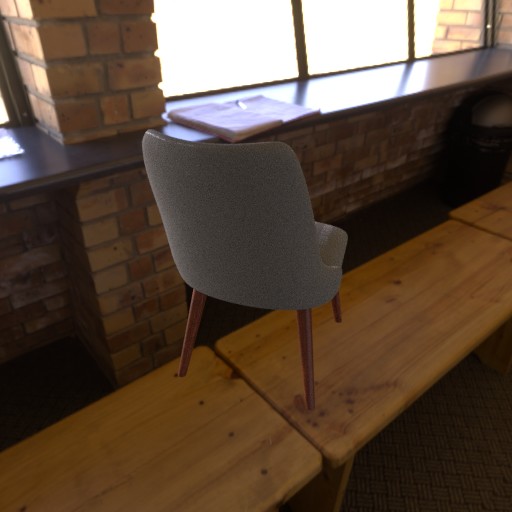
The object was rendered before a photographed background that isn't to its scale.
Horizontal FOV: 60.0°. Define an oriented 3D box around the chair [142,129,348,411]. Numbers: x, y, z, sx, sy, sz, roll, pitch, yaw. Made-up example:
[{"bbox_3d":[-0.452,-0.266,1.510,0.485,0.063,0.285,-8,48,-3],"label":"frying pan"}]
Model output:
[{"bbox_3d":[0.000,0.000,1.374,0.535,0.918,0.707,10,33,16],"label":"chair"}]
